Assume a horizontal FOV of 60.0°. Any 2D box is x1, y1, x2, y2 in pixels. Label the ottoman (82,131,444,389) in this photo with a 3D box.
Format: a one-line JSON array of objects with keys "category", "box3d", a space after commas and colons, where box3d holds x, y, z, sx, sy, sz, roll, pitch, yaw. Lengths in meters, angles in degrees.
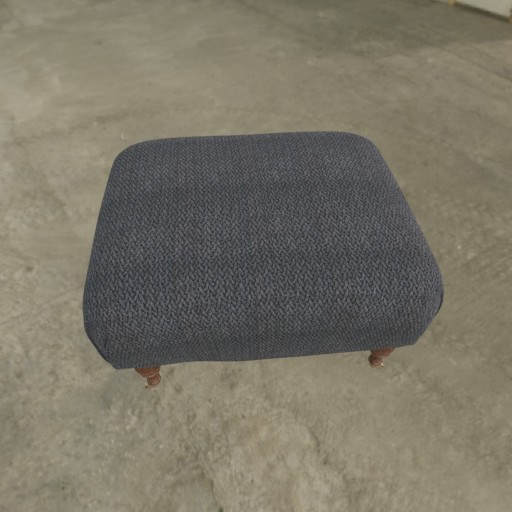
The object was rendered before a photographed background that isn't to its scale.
[{"category": "ottoman", "box3d": [0.000, 0.000, 1.151, 0.747, 0.450, 0.622, -4, 46, -4]}]
